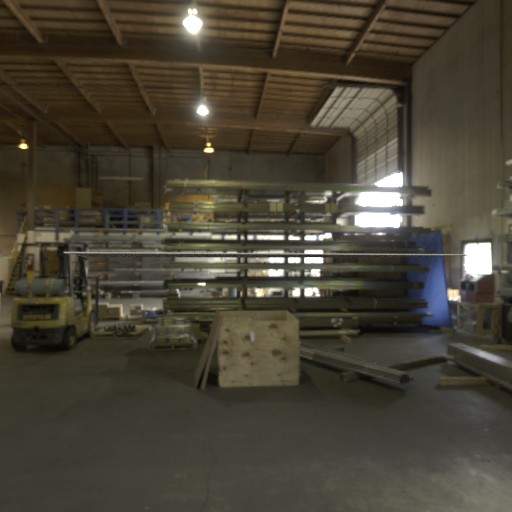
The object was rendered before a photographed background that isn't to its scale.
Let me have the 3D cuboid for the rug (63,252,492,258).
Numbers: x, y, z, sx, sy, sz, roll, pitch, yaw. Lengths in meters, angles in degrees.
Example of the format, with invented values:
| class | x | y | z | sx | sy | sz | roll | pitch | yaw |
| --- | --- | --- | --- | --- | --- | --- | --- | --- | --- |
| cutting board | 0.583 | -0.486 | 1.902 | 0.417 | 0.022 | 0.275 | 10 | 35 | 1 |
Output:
| class | x | y | z | sx | sy | sz | roll | pitch | yaw |
| --- | --- | --- | --- | --- | --- | --- | --- | --- | --- |
| rug | 0.000 | 0.000 | 4.096 | 3.045 | 0.008 | 2.421 | 0 | -1 | -18 |
